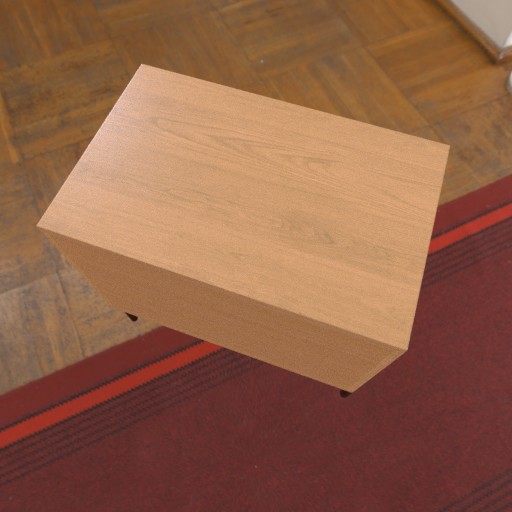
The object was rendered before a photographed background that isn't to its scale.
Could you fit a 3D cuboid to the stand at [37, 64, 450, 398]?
[{"bbox_3d":[0.000,0.000,0.999,0.630,0.600,0.400,18,66,8],"label":"stand"}]
